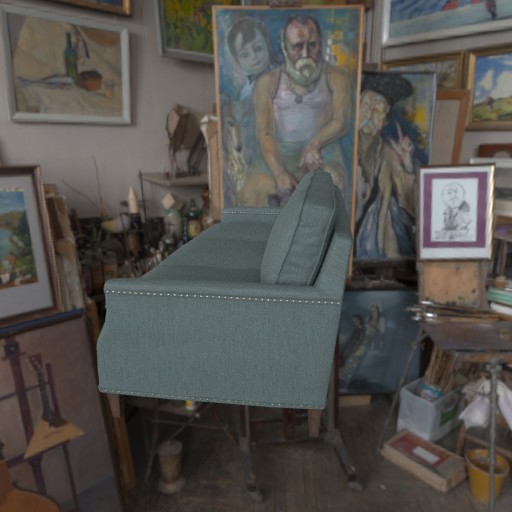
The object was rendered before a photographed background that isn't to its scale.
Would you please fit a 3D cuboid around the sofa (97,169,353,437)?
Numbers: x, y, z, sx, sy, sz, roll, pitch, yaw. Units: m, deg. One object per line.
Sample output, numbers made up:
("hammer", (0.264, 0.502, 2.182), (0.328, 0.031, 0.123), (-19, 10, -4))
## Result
("sofa", (0.000, 0.000, 2.840), (1.084, 1.003, 2.246), (2, 15, 8))
